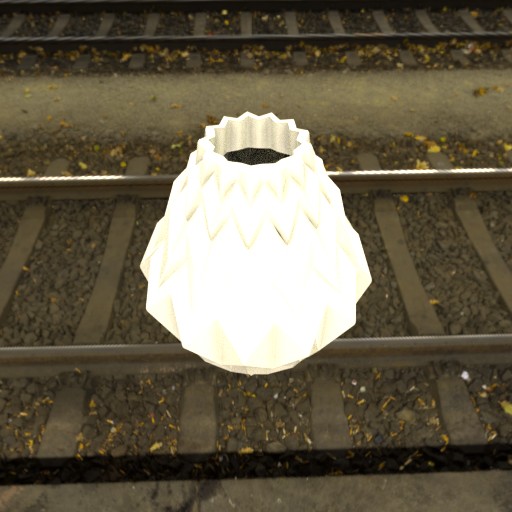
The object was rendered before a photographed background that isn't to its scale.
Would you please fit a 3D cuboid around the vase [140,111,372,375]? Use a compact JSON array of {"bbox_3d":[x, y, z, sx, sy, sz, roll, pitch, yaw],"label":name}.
[{"bbox_3d":[0.000,0.000,0.312,0.164,0.185,0.164,0,46,0],"label":"vase"}]
